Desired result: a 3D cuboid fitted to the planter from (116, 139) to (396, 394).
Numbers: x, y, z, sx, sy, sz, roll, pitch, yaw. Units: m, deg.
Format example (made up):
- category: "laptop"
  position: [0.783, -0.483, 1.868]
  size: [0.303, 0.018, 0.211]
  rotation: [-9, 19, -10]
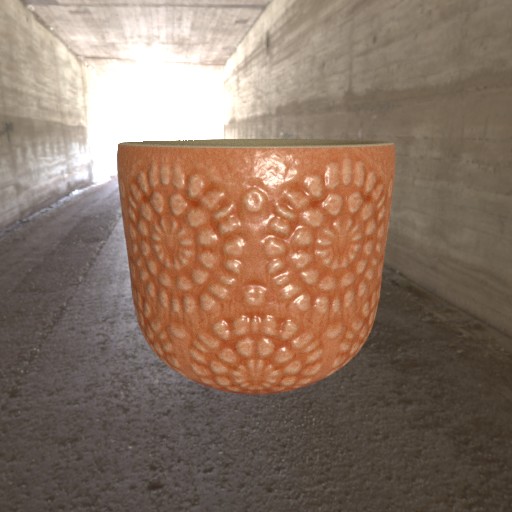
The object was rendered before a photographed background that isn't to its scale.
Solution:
- category: "planter"
  position: [0.000, 0.000, 0.218]
  size: [0.124, 0.109, 0.124]
  rotation: [0, 16, 0]
